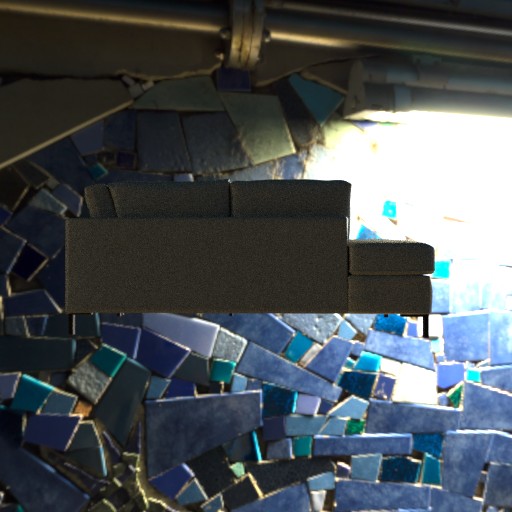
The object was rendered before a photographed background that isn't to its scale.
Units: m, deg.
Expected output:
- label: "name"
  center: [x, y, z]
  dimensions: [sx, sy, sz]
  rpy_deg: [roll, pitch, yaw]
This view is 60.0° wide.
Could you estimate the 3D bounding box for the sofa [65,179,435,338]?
- label: "sofa"
  center: [0.000, 0.000, 3.084]
  dimensions: [1.617, 0.703, 2.423]
  rpy_deg: [0, 0, 2]
